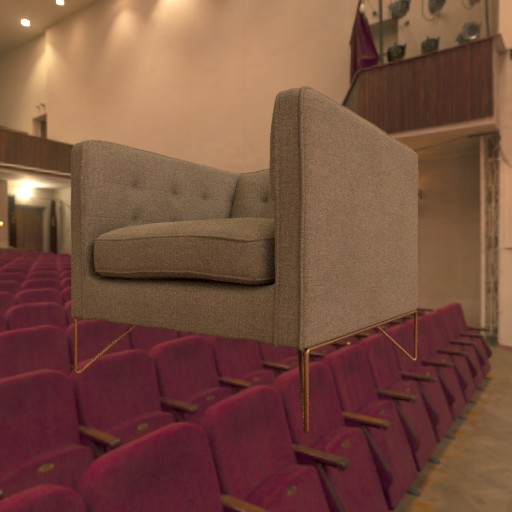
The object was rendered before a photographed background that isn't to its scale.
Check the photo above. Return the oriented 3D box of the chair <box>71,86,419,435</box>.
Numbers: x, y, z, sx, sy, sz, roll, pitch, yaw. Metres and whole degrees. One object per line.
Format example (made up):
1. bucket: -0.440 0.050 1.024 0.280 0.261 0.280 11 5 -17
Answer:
1. chair: 0.000 0.000 1.589 0.920 0.799 0.912 0 0 35
